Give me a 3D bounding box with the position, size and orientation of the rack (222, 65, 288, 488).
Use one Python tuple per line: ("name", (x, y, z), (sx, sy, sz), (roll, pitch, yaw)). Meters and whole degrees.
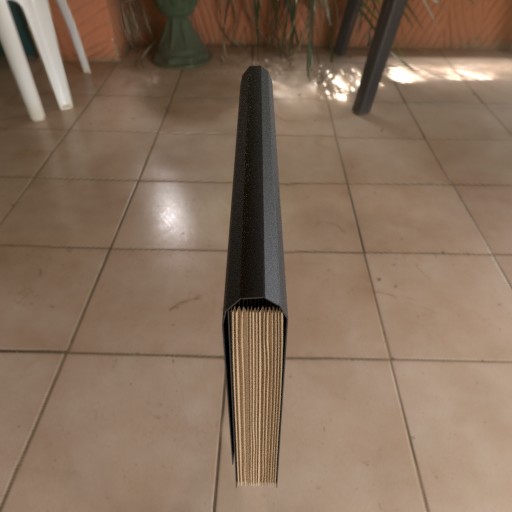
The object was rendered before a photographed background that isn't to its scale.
("rack", (0.000, 0.000, 0.423), (0.041, 0.241, 0.330), (0, 42, 0))
